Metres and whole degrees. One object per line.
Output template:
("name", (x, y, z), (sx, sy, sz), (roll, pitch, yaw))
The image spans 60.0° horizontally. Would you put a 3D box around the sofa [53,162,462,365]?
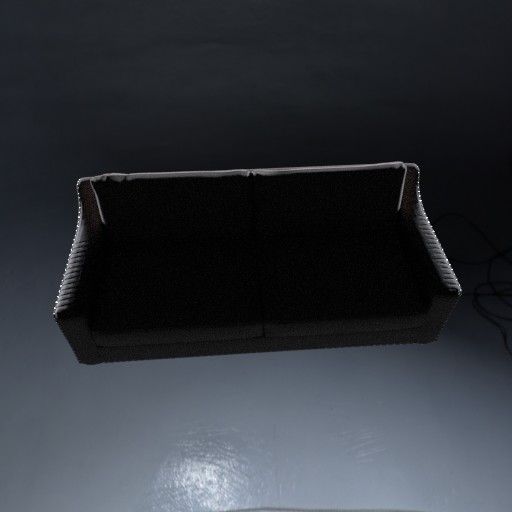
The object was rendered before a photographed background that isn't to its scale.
("sofa", (0.000, 0.000, 2.755), (2.208, 0.857, 1.000), (-3, 48, -3))
